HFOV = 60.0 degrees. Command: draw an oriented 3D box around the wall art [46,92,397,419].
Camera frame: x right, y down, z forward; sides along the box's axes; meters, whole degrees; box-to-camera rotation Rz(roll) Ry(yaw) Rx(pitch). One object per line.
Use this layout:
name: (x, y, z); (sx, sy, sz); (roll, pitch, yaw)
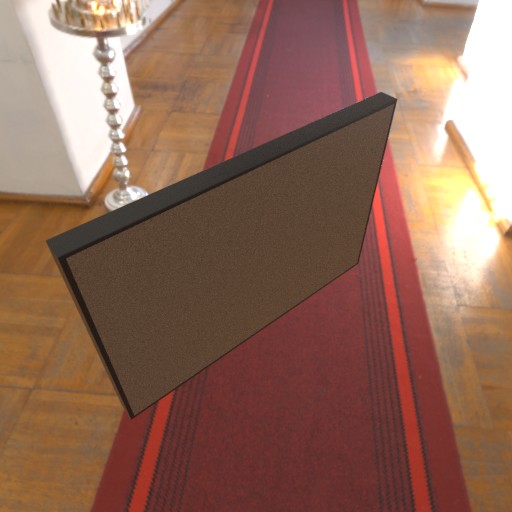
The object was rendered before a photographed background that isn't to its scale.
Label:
wall art: (0.000, 0.000, 1.222); (0.939, 0.640, 0.058); (-30, 53, -27)
